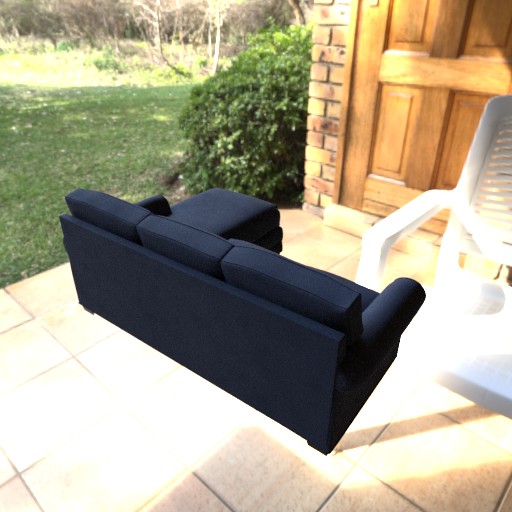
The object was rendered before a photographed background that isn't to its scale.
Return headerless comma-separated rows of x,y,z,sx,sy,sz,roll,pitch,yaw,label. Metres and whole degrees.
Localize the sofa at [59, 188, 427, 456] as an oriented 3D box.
0.000,0.000,3.462,2.567,1.063,1.780,21,36,31,sofa
